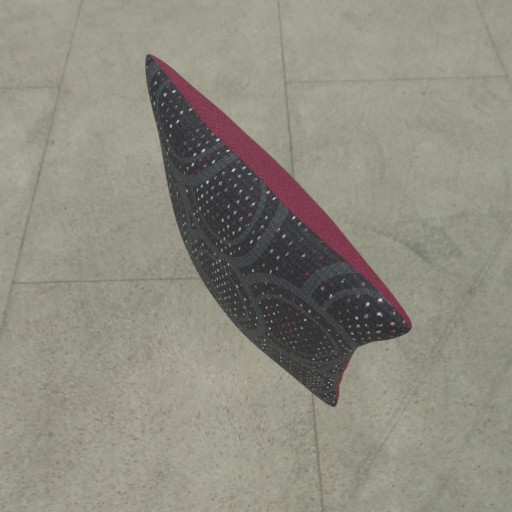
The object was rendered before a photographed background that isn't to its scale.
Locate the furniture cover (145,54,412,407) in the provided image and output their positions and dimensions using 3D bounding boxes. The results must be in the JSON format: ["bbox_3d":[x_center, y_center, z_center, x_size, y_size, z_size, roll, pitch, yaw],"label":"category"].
[{"bbox_3d":[0.000,0.000,0.797,0.193,0.509,0.552,-34,67,-16],"label":"furniture cover"}]
